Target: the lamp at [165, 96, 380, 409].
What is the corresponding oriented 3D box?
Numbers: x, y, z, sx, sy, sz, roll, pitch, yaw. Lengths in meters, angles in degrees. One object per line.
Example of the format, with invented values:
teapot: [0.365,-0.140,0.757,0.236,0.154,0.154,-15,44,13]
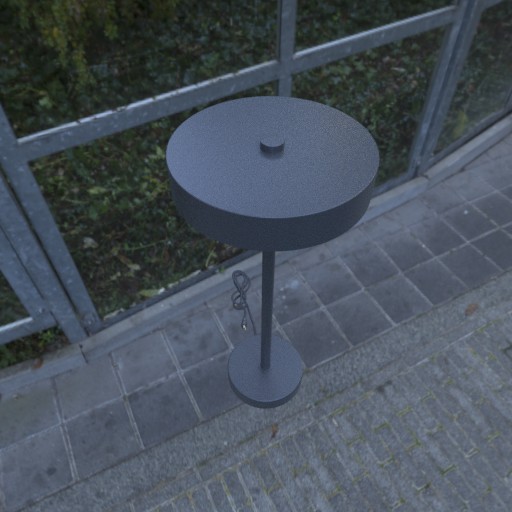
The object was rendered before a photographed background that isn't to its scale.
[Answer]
lamp: [0.000,0.000,0.704,0.229,0.508,0.369,-11,48,-10]
